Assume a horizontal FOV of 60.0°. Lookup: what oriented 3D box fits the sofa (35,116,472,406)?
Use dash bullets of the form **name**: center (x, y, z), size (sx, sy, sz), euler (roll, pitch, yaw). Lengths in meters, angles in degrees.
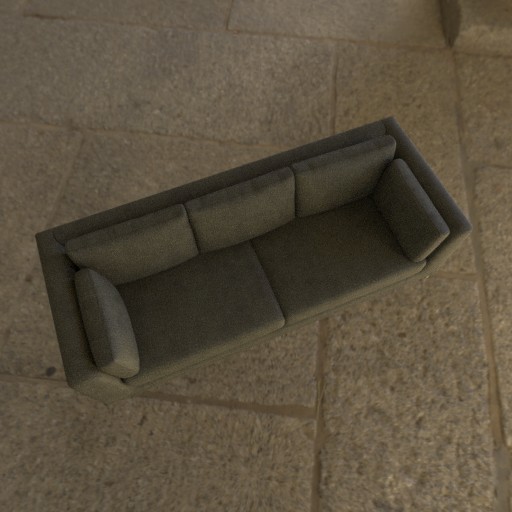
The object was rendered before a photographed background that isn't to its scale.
- **sofa**: center (0.000, 0.000, 2.880), size (2.415, 0.867, 0.969), euler (-20, 65, -10)
